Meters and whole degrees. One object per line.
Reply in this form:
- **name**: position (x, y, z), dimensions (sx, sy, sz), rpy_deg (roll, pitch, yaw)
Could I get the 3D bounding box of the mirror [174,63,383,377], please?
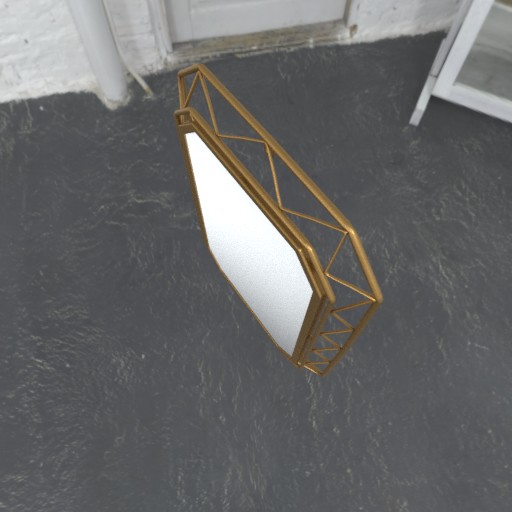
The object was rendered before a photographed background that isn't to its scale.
- **mirror**: position (0.000, 0.000, 0.729), dimensions (0.042, 0.566, 0.417), rpy_deg (-33, 69, -14)
